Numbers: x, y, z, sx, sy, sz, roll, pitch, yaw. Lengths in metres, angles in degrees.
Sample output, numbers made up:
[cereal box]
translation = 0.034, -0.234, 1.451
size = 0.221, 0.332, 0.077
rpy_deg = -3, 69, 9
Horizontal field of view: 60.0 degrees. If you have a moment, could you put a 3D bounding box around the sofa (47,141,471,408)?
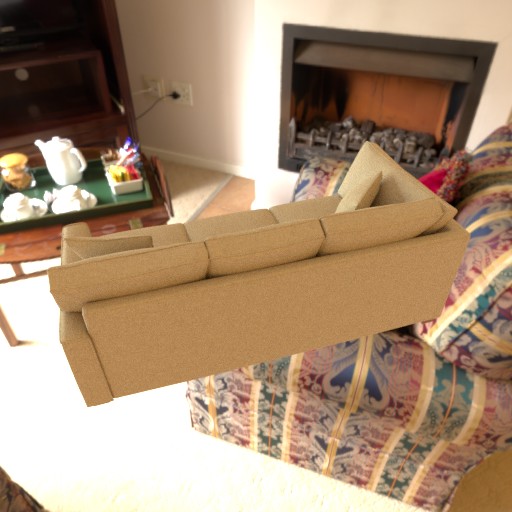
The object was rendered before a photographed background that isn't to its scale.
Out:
[sofa]
translation = 0.000, 0.000, 2.860
size = 2.317, 0.962, 1.061
rpy_deg = -11, 41, -13
